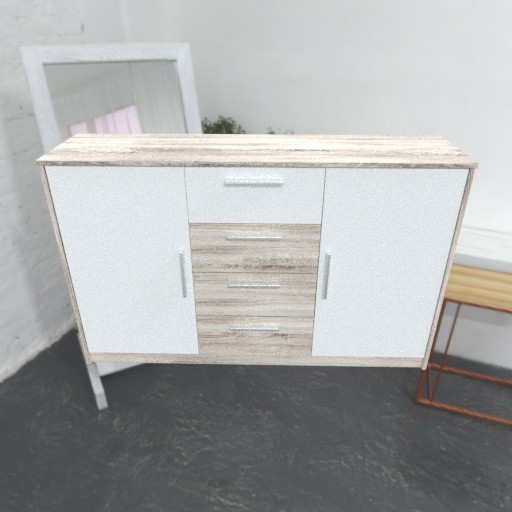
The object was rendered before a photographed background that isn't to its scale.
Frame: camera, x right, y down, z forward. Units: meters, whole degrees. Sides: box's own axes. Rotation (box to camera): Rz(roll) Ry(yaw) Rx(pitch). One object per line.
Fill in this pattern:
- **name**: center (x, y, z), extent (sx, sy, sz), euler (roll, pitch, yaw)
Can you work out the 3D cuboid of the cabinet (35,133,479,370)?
- **cabinet**: center (0.000, 0.000, 1.822), extent (1.450, 0.900, 0.380), euler (1, 29, 1)
